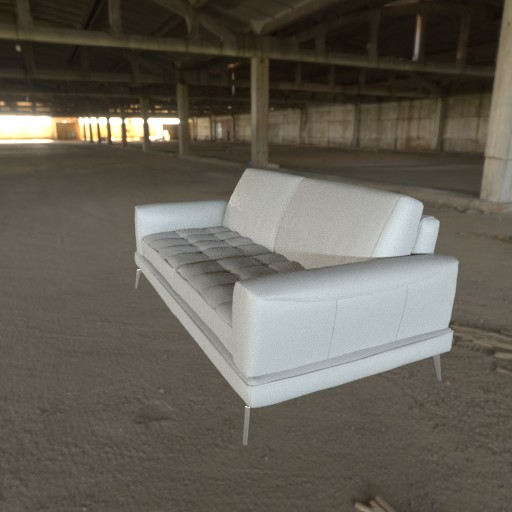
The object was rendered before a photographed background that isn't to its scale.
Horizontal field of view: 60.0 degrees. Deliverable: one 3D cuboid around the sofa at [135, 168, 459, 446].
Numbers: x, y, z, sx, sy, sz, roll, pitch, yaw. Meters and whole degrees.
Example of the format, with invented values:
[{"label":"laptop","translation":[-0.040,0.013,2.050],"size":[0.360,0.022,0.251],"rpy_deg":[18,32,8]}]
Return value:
[{"label":"sofa","translation":[0.000,0.000,2.725],"size":[1.121,0.930,2.177],"rpy_deg":[-8,17,-25]}]
